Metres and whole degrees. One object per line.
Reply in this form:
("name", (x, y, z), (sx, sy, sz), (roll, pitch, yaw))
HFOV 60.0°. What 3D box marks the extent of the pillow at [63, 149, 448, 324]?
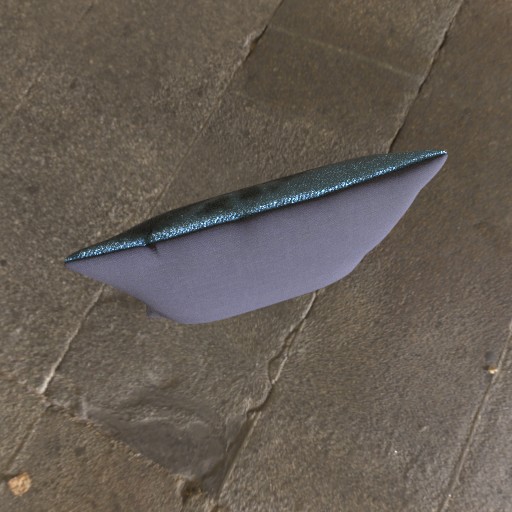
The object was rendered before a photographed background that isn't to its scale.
("pillow", (0.000, 0.000, 0.659), (0.436, 0.430, 0.138), (-17, 76, -4))
